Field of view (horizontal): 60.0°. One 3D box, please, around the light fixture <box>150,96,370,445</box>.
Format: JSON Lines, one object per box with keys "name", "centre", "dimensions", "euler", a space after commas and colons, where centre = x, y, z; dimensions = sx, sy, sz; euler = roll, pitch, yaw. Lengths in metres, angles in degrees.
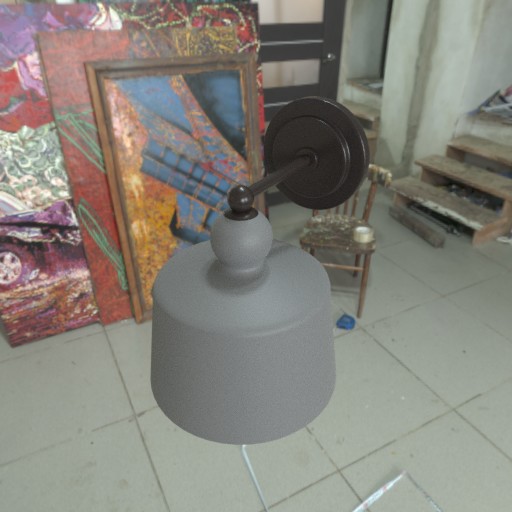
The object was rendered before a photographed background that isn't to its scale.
{"name": "light fixture", "centre": [0.000, 0.000, 0.447], "dimensions": [0.204, 0.268, 0.254], "euler": [18, 35, 28]}
